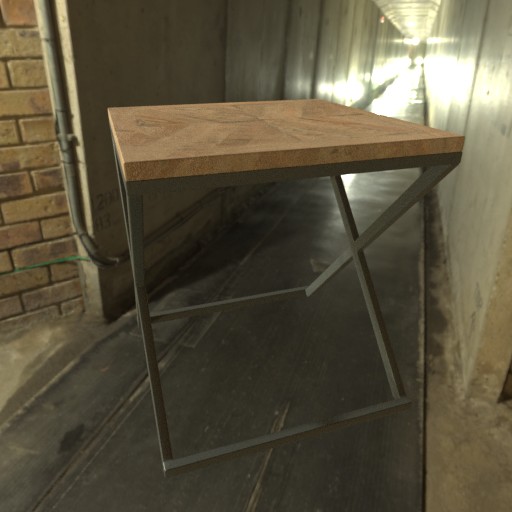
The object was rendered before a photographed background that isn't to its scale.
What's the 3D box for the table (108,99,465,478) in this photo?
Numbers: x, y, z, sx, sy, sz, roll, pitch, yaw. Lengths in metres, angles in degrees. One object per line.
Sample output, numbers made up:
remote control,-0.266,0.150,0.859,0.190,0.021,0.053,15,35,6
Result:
table,0.000,0.000,0.922,0.499,0.550,0.498,-8,27,-17
